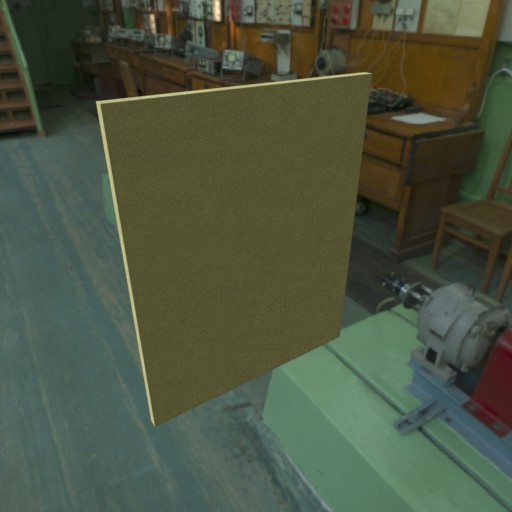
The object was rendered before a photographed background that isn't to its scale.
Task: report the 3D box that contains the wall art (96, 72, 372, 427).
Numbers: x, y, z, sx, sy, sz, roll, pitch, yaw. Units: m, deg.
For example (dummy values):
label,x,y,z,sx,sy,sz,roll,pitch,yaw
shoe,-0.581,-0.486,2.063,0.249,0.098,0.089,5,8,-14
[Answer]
label,x,y,z,sx,sy,sz,roll,pitch,yaw
wall art,0.000,0.000,1.376,0.798,1.002,0.030,-18,35,-28
